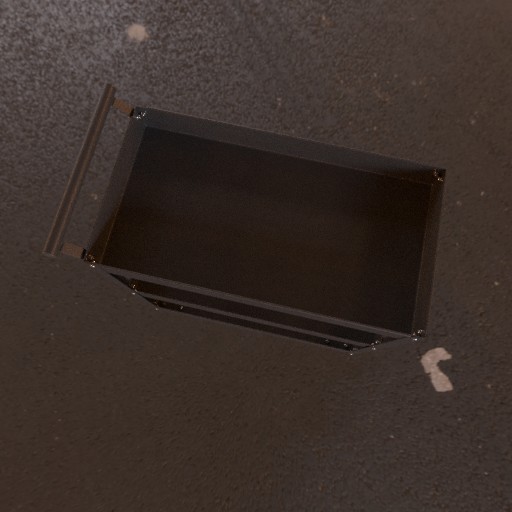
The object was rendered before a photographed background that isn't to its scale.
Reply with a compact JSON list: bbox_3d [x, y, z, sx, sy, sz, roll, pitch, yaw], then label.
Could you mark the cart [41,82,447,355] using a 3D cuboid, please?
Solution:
[{"bbox_3d":[0.000,0.000,1.199,0.719,0.780,0.366,12,75,3],"label":"cart"}]
